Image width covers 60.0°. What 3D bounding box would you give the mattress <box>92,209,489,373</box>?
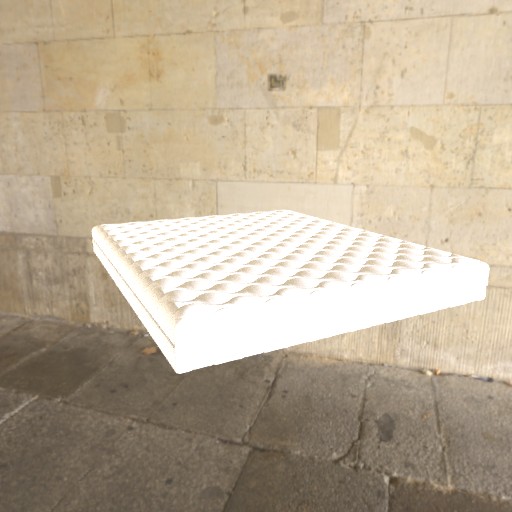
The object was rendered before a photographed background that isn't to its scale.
[{"bbox_3d":[0.000,0.000,2.638,1.600,0.200,1.900,-8,17,-26],"label":"mattress"}]
